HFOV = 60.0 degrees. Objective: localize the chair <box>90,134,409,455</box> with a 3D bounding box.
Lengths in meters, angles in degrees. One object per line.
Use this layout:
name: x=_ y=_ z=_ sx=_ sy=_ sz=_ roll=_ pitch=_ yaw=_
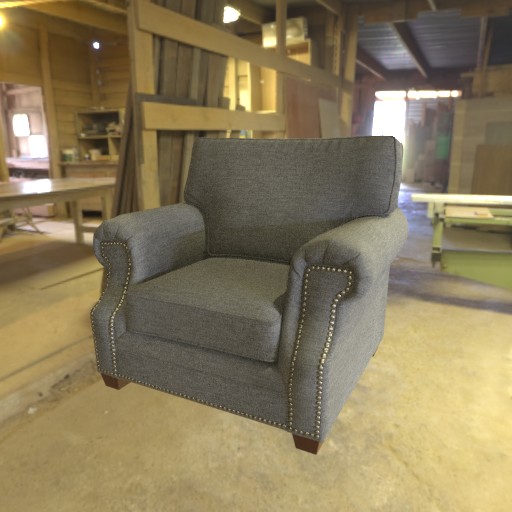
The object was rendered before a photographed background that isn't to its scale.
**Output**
chair: x=0.000 y=0.000 z=1.818 sx=1.092 sy=0.961 sz=0.965 roll=7 pitch=16 yaw=26
